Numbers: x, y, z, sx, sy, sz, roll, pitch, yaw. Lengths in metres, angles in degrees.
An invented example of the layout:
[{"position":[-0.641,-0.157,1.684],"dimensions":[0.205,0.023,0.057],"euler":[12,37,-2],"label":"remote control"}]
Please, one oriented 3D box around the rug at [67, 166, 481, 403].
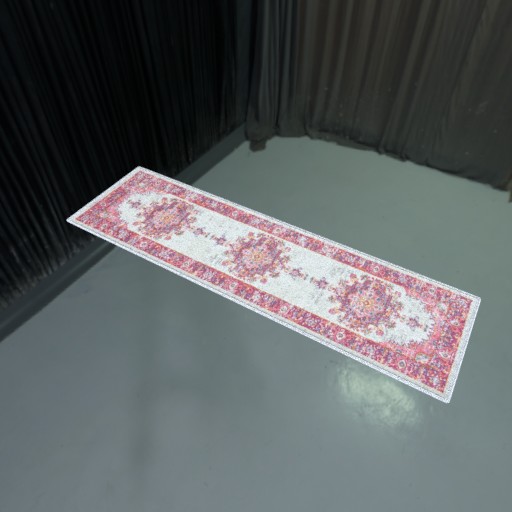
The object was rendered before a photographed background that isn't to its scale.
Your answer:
[{"position":[0.000,0.000,2.481],"dimensions":[2.294,0.011,0.666],"euler":[23,50,21],"label":"rug"}]
